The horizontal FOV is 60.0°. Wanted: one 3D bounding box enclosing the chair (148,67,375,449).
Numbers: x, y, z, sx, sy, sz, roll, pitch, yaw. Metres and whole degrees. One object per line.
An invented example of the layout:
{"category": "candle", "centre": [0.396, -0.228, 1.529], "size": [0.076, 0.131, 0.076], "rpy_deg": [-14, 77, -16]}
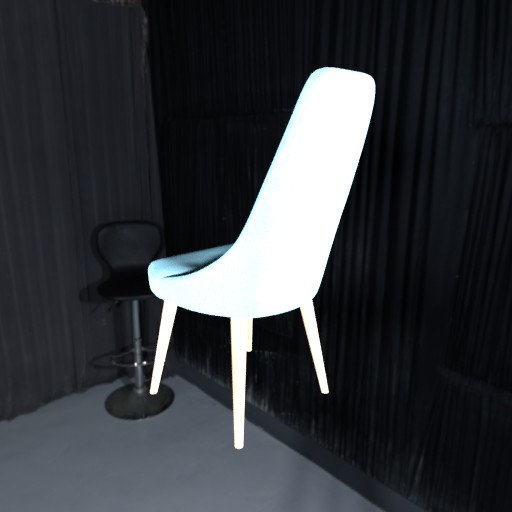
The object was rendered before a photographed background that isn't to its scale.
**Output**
{"category": "chair", "centre": [0.000, 0.000, 1.411], "size": [0.510, 1.040, 0.660], "rpy_deg": [-14, 20, -43]}
